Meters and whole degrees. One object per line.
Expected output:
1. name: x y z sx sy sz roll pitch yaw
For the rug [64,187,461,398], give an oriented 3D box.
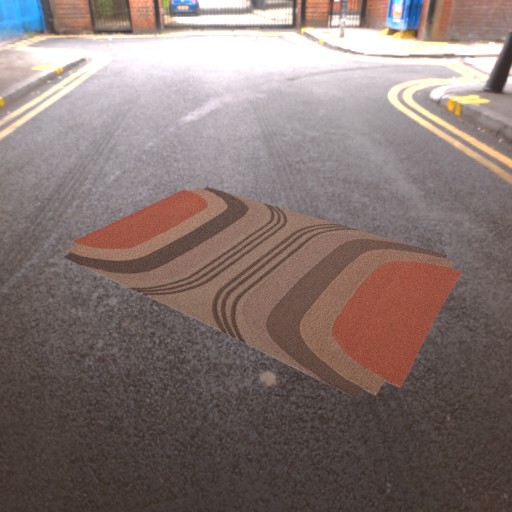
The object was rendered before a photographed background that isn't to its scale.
1. rug: 0.000 0.000 3.064 2.446 0.017 1.530 20 36 29
